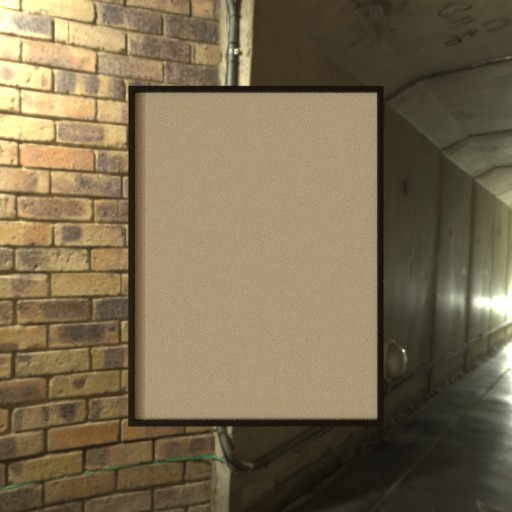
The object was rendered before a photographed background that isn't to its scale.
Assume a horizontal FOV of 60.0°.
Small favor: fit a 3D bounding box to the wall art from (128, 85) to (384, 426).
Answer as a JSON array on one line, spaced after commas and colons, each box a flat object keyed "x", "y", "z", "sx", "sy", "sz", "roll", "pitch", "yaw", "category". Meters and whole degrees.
[{"x": 0.000, "y": 0.000, "z": 1.409, "sx": 0.802, "sy": 1.070, "sz": 0.036, "roll": 0, "pitch": 0, "yaw": 0, "category": "wall art"}]
